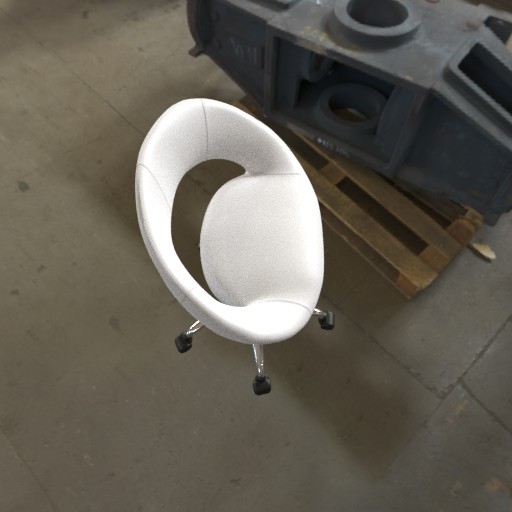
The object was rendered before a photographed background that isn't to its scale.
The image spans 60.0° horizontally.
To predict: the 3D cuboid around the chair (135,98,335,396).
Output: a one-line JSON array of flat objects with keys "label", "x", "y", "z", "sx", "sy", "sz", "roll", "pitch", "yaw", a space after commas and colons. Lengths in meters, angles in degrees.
[{"label": "chair", "x": 0.000, "y": 0.000, "z": 1.199, "sx": 0.538, "sy": 0.791, "sz": 0.612, "roll": 1, "pitch": 64, "yaw": 0}]
